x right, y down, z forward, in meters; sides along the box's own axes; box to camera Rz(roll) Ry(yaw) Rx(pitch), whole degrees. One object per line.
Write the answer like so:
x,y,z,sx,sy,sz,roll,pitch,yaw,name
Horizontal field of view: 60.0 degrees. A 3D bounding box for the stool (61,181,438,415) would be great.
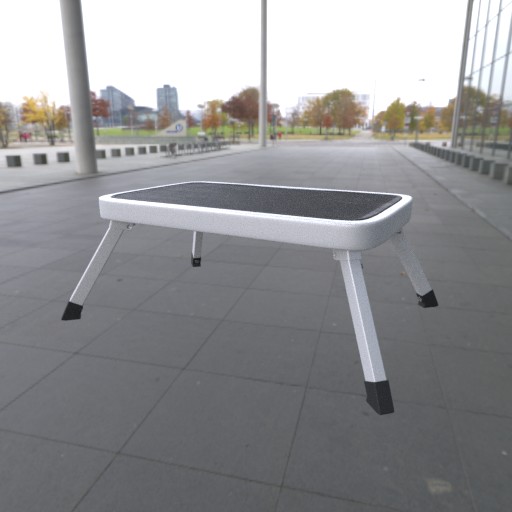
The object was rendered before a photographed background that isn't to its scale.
0.000,0.000,0.623,0.460,0.170,0.320,9,18,28,stool
